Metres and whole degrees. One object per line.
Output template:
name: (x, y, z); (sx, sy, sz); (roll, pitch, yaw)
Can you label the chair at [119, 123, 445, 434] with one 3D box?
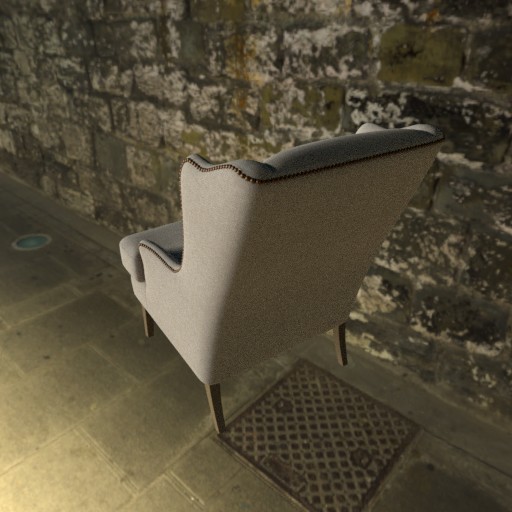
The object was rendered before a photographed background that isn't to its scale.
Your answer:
chair: (0.000, 0.000, 1.626); (0.737, 1.029, 0.940); (-18, 34, -30)
